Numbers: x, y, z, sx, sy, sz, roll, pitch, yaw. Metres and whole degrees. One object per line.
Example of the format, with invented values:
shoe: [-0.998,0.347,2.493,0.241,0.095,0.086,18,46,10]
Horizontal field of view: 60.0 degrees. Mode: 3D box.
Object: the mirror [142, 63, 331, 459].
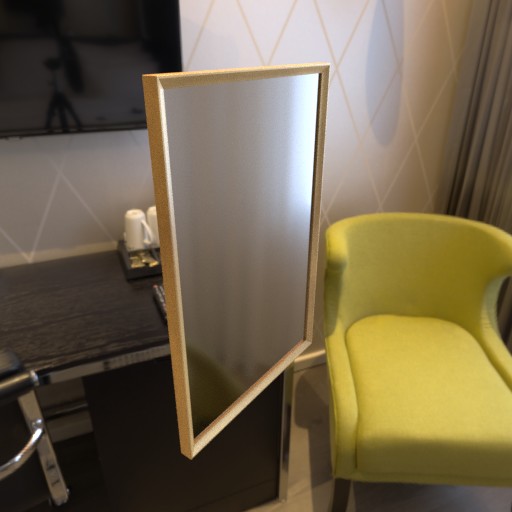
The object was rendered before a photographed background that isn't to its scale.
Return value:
mirror: [0.000,0.000,1.168,0.041,0.915,0.609,18,31,33]
